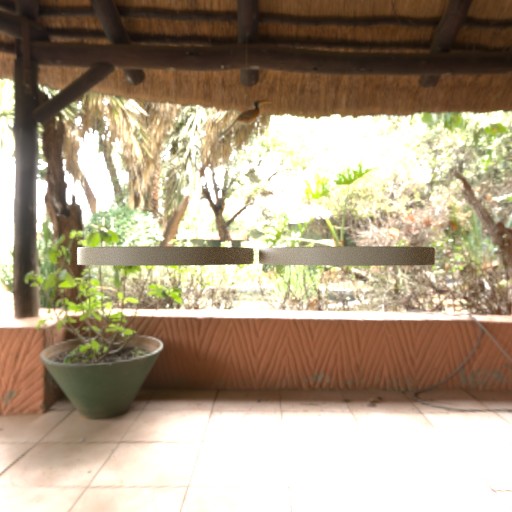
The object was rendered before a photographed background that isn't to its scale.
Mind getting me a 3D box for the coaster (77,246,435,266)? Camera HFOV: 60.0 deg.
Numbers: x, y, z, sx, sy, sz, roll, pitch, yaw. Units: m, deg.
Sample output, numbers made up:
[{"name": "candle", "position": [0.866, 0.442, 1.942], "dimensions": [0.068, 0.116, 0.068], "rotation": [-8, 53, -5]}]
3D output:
[{"name": "coaster", "position": [0.000, 0.000, 0.340], "dimensions": [0.220, 0.010, 0.224], "rotation": [0, 0, 0]}]
